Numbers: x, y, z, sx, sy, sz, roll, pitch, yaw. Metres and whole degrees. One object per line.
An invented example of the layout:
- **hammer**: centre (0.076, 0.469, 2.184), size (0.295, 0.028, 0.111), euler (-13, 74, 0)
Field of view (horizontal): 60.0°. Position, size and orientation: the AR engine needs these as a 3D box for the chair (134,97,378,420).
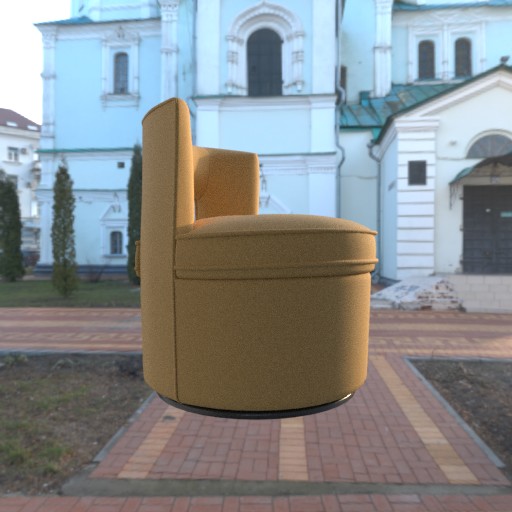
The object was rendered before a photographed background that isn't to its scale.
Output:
- **chair**: centre (0.000, 0.000, 1.248), size (0.665, 0.723, 0.650), euler (0, 0, 17)
